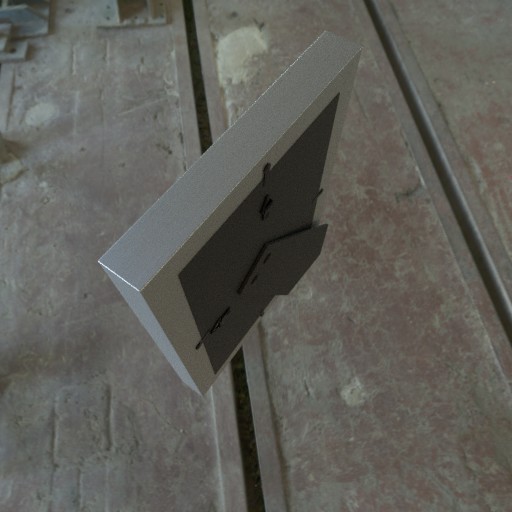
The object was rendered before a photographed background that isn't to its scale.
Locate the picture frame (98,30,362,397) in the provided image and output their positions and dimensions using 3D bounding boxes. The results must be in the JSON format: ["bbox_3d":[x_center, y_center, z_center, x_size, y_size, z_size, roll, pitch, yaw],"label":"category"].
[{"bbox_3d":[0.000,0.000,0.278,0.028,0.208,0.157,33,67,16],"label":"picture frame"}]
